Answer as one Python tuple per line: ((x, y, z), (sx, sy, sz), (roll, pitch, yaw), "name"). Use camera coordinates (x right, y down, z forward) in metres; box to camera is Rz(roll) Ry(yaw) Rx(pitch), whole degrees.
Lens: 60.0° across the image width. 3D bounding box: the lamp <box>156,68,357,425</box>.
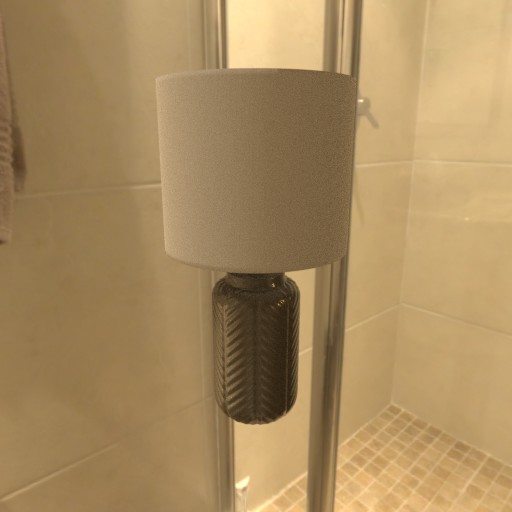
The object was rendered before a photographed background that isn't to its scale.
((0.000, 0.000, 0.508), (0.203, 0.389, 0.203), (3, 16, 9), "lamp")
